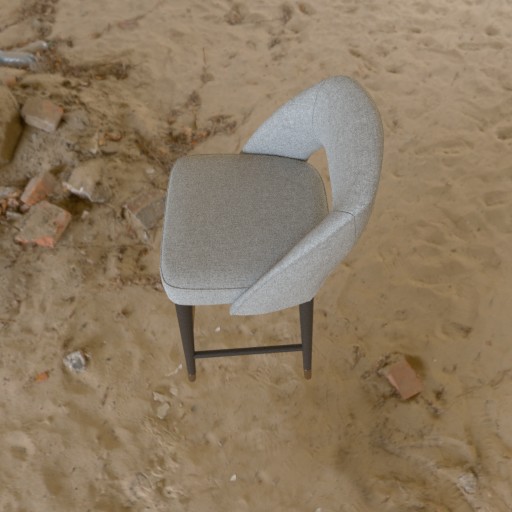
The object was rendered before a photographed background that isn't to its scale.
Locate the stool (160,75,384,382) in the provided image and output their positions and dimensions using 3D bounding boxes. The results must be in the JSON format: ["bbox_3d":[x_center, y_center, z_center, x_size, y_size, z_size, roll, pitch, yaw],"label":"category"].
[{"bbox_3d":[0.000,0.000,1.326,0.509,1.037,0.494,-1,58,-1],"label":"stool"}]
